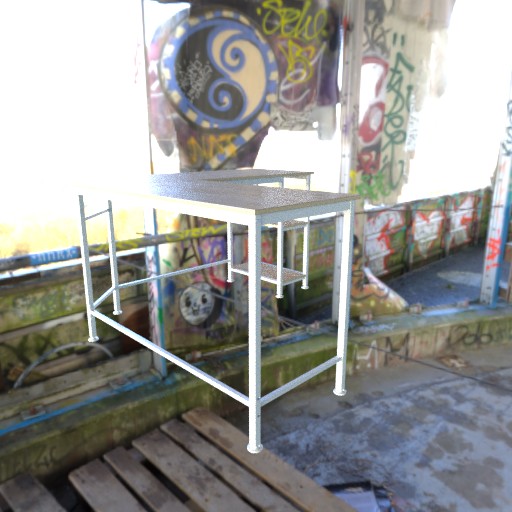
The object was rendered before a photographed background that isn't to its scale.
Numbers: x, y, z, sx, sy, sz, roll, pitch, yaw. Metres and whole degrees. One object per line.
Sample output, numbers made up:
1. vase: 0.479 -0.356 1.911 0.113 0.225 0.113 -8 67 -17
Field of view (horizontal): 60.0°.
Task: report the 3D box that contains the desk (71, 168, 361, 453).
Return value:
1. desk: 0.000 0.000 2.177 1.379 0.739 1.379 -14 20 -43
